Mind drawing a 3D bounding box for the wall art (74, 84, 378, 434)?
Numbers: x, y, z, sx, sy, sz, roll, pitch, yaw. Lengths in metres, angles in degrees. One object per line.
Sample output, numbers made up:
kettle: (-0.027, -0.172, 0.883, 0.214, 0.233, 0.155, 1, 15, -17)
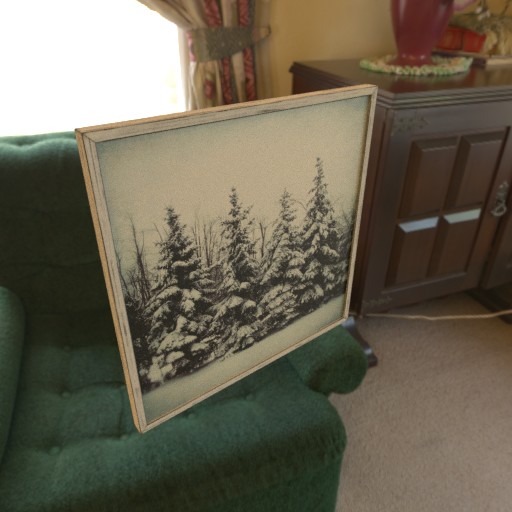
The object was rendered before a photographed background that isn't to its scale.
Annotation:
wall art: (0.000, 0.000, 1.142, 0.761, 0.761, 0.037, -21, 36, -32)
